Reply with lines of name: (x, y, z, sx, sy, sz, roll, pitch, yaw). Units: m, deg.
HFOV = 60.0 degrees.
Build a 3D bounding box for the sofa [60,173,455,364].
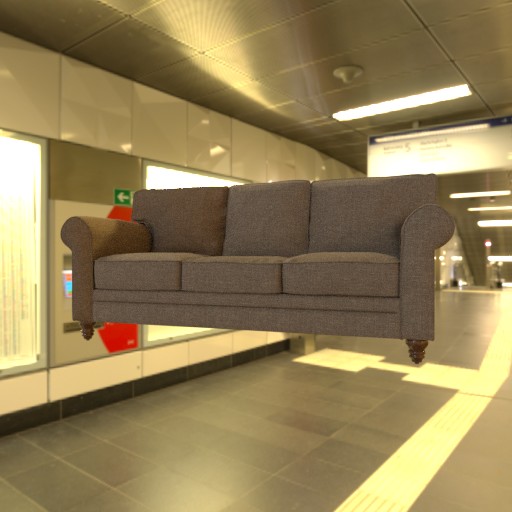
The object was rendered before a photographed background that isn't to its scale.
sofa: (0.000, 0.000, 2.605, 2.084, 0.961, 0.916, 0, 0, 18)
